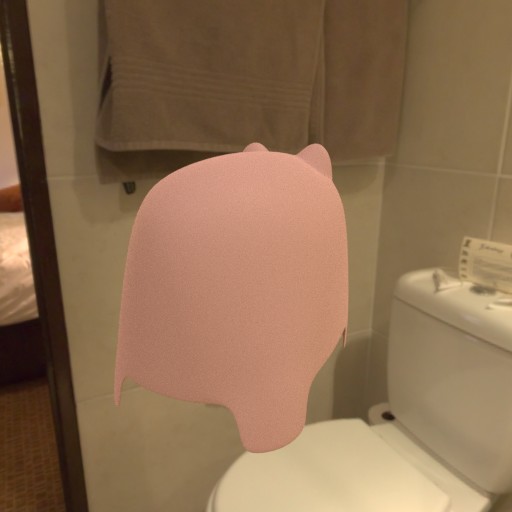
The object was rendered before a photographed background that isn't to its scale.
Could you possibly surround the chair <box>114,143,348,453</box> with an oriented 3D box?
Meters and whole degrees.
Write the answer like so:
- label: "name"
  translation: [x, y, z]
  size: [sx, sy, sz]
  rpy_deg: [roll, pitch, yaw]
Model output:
- label: "chair"
  translation: [0.000, 0.000, 0.876]
  size: [0.364, 0.423, 0.619]
  rpy_deg: [8, 18, 24]
